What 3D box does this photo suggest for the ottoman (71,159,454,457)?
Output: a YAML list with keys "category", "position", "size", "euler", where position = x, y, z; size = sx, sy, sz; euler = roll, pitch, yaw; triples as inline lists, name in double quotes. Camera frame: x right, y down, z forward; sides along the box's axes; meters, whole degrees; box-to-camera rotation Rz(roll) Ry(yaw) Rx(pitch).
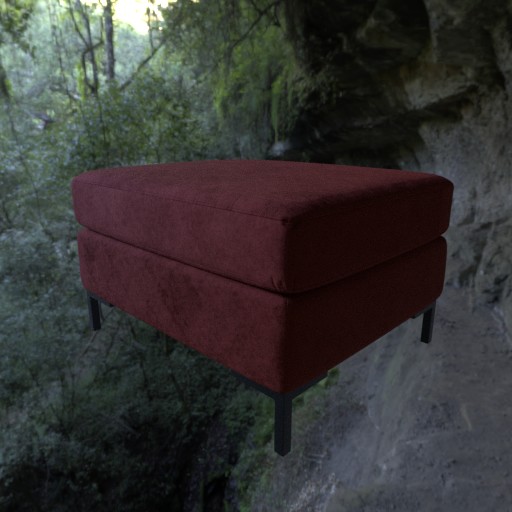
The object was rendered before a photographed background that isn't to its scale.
- category: "ottoman"
  position: [0.000, 0.000, 1.173]
  size: [0.782, 0.462, 0.650]
  euler: [16, 23, 42]
